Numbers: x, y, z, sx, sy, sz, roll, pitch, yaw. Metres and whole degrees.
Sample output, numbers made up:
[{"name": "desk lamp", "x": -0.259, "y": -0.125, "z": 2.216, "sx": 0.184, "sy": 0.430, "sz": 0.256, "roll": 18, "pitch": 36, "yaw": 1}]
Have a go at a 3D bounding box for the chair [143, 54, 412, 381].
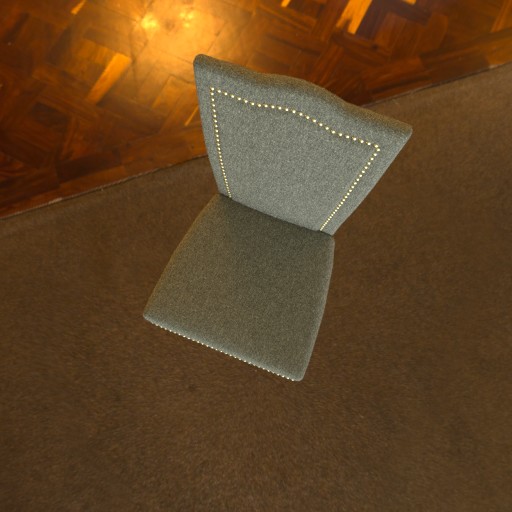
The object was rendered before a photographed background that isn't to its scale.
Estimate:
[{"name": "chair", "x": 0.000, "y": 0.000, "z": 1.314, "sx": 0.518, "sy": 0.946, "sz": 0.589, "roll": 21, "pitch": 76, "yaw": 5}]
